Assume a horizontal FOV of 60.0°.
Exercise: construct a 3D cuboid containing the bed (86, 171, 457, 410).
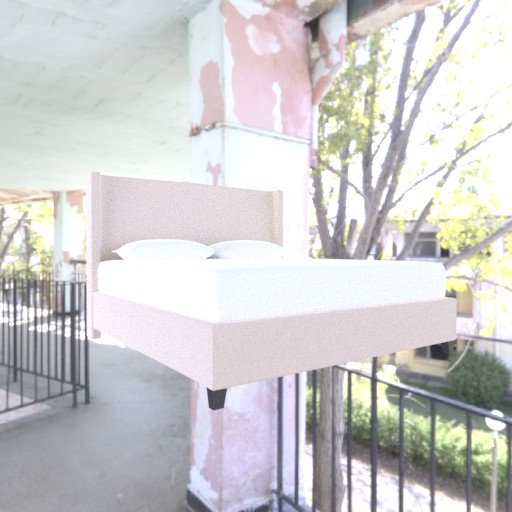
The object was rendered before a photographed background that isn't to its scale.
[{"bbox_3d":[0.000,0.000,3.690,2.145,1.471,2.293,-1,1,-35],"label":"bed"}]
